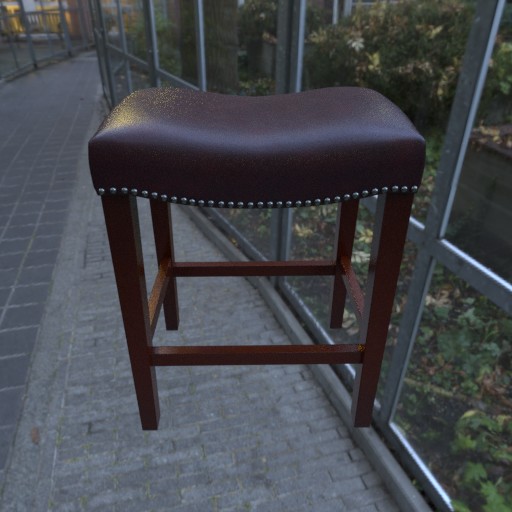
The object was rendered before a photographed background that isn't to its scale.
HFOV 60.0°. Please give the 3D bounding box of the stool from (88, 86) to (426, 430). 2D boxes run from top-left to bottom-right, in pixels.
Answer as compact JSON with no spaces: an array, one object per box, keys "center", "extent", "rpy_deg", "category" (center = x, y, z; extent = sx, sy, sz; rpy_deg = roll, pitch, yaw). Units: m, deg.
[{"center":[0.000,0.000,0.946],"extent":[0.504,0.657,0.372],"rpy_deg":[-1,31,-1],"category":"stool"}]
